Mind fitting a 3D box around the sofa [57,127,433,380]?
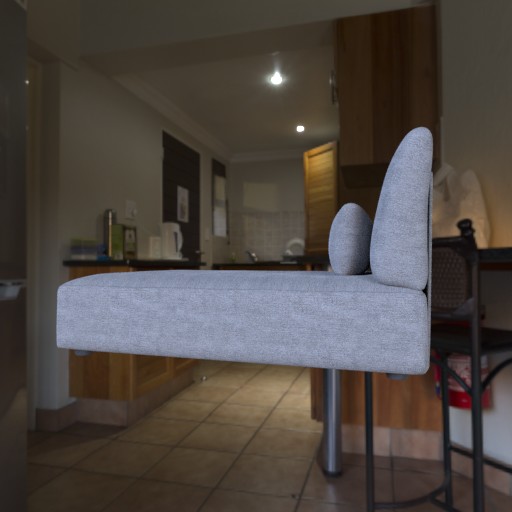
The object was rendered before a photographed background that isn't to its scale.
[{"bbox_3d":[0.000,0.000,2.020,1.450,0.820,0.930,0,0,18],"label":"sofa"}]
